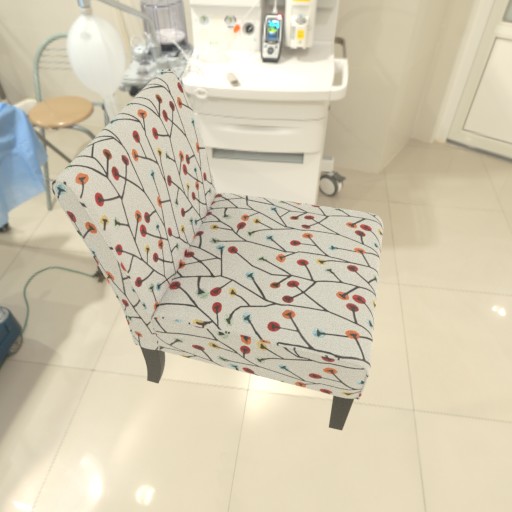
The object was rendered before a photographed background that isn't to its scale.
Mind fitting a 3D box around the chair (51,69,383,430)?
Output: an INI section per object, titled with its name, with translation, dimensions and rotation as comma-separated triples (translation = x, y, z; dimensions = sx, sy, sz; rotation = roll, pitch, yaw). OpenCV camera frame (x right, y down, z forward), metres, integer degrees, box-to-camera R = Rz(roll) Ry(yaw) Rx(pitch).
[chair]
translation = 0.000, 0.000, 1.314
dimensions = 0.732, 0.813, 0.597
rotation = 11, 46, 10
